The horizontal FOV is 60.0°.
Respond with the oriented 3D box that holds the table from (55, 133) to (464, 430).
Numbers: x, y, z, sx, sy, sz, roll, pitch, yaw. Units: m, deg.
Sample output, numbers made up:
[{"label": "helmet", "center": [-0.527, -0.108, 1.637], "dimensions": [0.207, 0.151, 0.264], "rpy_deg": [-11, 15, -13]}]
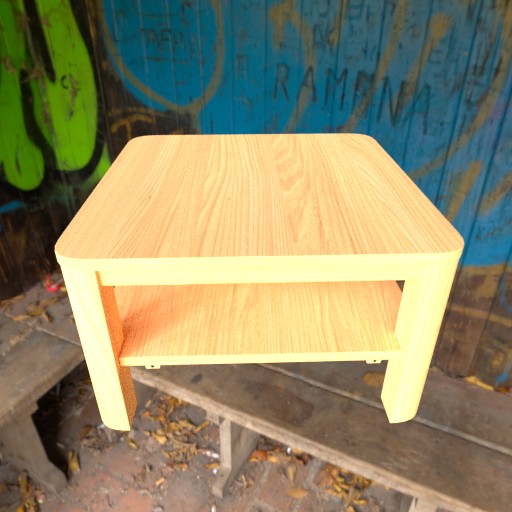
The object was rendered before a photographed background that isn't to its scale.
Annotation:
[{"label": "table", "center": [0.000, 0.000, 1.202], "dimensions": [0.750, 0.450, 0.750], "rpy_deg": [-1, 31, -2]}]
